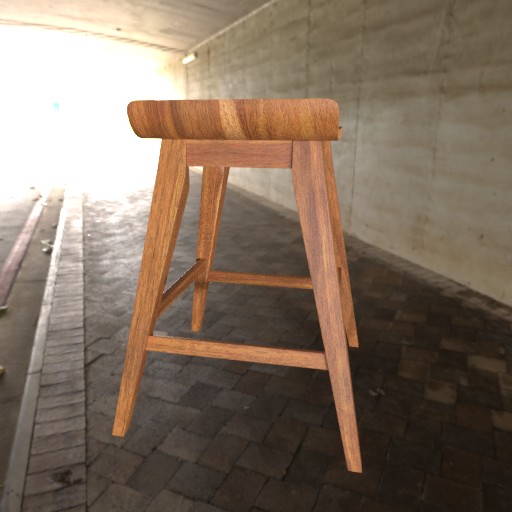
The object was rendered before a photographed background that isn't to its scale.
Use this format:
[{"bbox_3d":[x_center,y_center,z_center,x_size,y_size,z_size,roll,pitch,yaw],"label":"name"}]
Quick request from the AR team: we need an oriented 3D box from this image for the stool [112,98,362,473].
[{"bbox_3d":[0.000,0.000,0.999,0.500,0.650,0.500,4,18,11],"label":"stool"}]
